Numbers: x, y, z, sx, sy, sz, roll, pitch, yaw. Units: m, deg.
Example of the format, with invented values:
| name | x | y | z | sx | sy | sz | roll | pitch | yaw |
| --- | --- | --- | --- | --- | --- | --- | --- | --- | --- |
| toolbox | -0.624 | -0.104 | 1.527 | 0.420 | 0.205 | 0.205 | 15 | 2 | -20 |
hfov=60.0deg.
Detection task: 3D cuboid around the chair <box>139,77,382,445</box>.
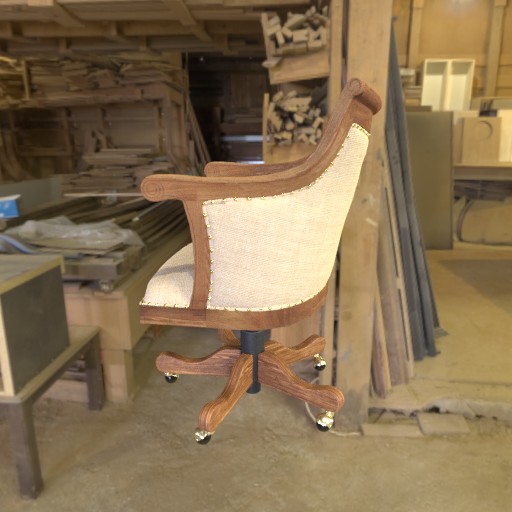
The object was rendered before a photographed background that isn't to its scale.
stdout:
| name | x | y | z | sx | sy | sz | roll | pitch | yaw |
| --- | --- | --- | --- | --- | --- | --- | --- | --- | --- |
| chair | 0.000 | 0.000 | 1.389 | 0.689 | 0.965 | 0.656 | 2 | 15 | 8 |
